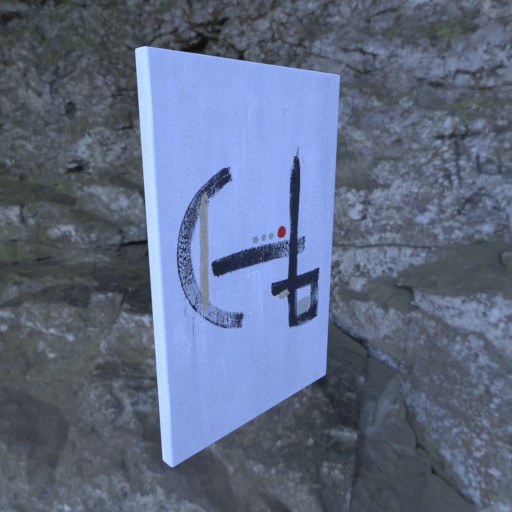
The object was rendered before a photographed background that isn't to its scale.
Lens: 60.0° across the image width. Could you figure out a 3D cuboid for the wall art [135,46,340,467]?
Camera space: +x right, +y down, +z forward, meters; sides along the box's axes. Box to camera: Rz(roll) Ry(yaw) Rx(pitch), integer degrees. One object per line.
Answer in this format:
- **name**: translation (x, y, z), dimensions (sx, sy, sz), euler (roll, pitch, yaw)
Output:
- **wall art**: translation (0.000, 0.000, 1.142), dimensions (0.602, 0.916, 0.048), euler (-15, 21, -42)
